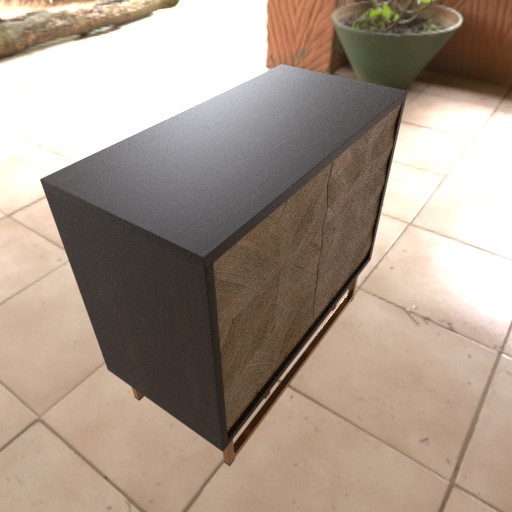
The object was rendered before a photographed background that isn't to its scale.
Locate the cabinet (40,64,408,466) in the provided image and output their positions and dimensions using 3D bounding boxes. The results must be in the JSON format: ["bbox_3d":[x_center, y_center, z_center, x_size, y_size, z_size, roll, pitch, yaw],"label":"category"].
[{"bbox_3d":[0.000,0.000,1.410,0.451,0.860,0.950,24,46,26],"label":"cabinet"}]
